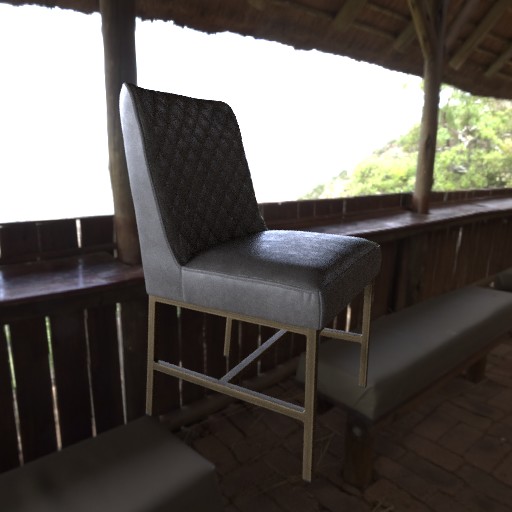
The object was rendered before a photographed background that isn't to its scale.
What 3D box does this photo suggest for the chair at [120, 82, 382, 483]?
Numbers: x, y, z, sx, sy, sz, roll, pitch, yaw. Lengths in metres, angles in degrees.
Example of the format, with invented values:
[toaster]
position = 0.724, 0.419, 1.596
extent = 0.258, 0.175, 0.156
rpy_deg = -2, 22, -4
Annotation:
[chair]
position = 0.000, 0.000, 1.226
extent = 0.587, 0.889, 0.508
rpy_deg = 7, 16, 28
